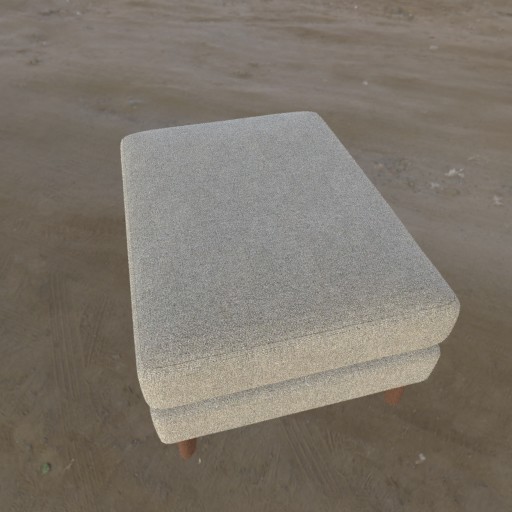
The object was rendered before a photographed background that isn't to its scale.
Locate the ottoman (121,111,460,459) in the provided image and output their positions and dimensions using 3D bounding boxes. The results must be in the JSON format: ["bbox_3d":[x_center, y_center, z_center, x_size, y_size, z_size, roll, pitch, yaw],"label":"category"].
[{"bbox_3d":[0.000,0.000,1.170,0.611,0.441,0.821,-10,45,-10],"label":"ottoman"}]
